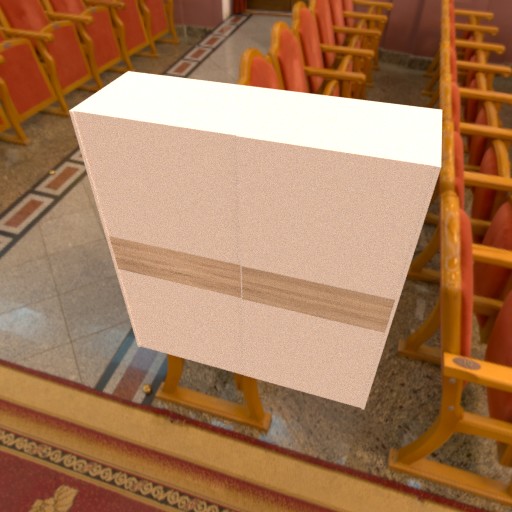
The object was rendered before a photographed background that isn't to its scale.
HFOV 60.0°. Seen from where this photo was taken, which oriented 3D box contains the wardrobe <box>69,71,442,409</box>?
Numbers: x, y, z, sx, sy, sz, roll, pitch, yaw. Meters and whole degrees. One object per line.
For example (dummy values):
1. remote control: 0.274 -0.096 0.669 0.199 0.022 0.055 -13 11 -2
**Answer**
1. wardrobe: 0.000 0.000 2.963 1.830 2.020 0.600 12 43 13
